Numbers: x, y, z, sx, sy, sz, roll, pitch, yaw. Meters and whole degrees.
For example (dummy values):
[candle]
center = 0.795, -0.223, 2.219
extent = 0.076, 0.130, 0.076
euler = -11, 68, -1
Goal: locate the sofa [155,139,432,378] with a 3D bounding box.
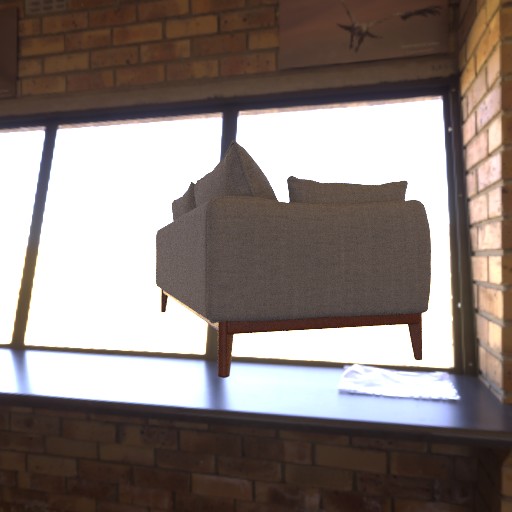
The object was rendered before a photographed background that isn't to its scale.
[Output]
[sofa]
center = 0.000, 0.000, 2.568
extent = 0.972, 0.851, 1.989
euler = 0, 0, -18
